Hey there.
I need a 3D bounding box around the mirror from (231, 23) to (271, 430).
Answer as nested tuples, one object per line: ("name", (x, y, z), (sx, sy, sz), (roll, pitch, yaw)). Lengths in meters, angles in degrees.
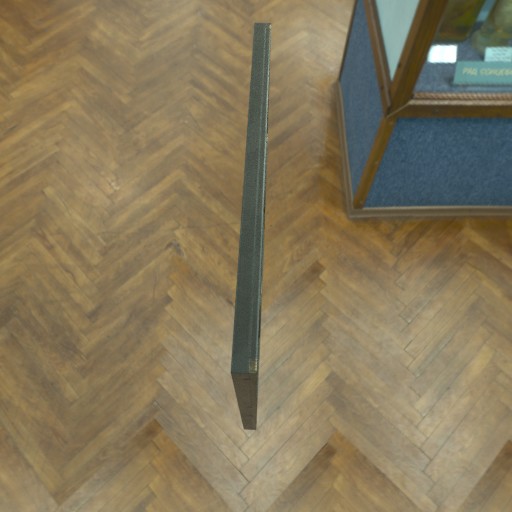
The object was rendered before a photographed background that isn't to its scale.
("mirror", (0.000, 0.000, 0.570), (0.020, 0.381, 0.382), (2, 63, 1))
